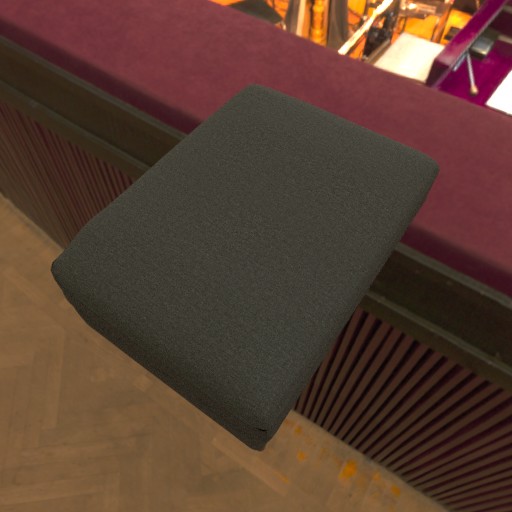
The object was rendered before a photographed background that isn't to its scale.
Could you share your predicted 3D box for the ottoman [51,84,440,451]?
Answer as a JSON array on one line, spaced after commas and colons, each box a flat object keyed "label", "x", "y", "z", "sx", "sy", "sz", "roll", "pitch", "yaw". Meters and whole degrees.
[{"label": "ottoman", "x": 0.000, "y": 0.000, "z": 1.244, "sx": 0.629, "sy": 0.503, "sz": 0.835, "roll": 30, "pitch": 62, "yaw": 19}]
